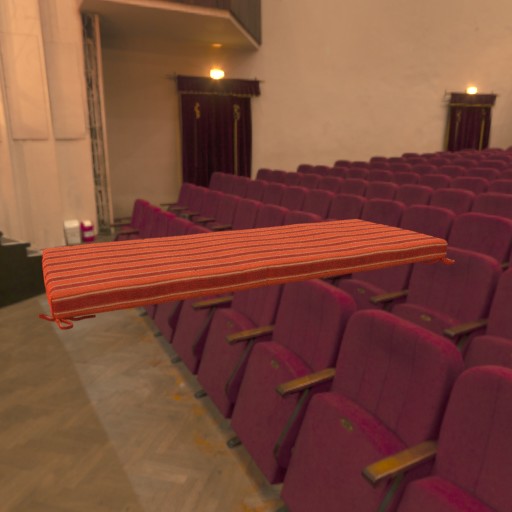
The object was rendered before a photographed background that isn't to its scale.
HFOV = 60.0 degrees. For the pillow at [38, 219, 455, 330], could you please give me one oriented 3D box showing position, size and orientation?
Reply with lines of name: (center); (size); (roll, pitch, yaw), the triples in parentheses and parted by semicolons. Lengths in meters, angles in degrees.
pillow: (0.000, 0.000, 1.325); (1.187, 0.081, 0.492); (-7, 16, -26)
